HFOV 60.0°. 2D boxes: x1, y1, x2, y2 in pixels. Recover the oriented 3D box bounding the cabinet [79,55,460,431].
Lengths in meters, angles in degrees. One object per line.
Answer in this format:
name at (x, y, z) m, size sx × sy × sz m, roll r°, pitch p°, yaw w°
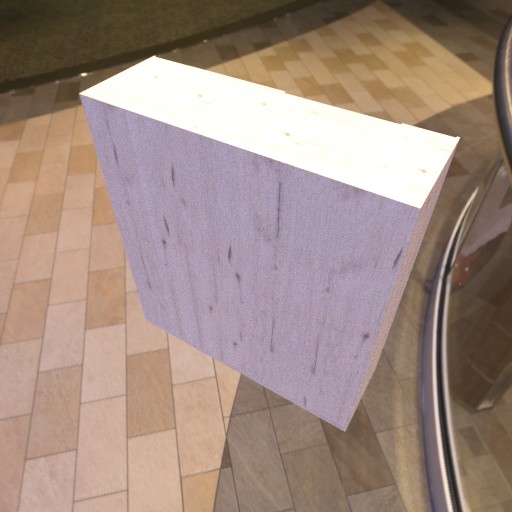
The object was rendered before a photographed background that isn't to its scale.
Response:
cabinet at (0.000, 0.000, 3.169) m, size 2.000 × 2.180 × 0.660 m, roll 24°, pitch 50°, yaw 22°
